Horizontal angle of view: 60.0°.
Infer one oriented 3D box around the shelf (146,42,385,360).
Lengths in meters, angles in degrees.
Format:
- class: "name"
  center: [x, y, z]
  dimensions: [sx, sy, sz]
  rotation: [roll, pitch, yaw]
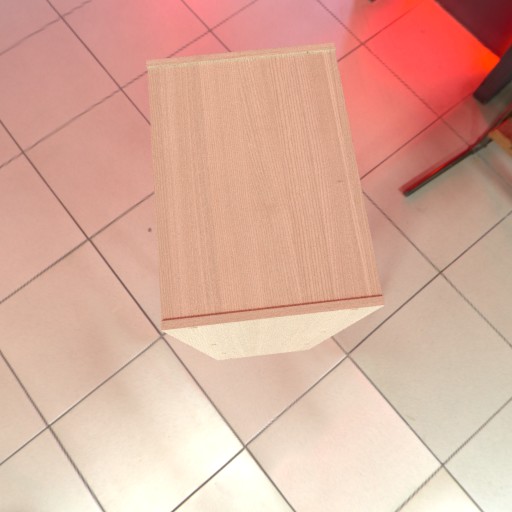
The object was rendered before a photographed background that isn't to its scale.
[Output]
- class: "shelf"
  center: [0.000, 0.000, 1.051]
  dimensions: [0.292, 0.876, 0.417]
  rotation: [-6, 74, -2]
